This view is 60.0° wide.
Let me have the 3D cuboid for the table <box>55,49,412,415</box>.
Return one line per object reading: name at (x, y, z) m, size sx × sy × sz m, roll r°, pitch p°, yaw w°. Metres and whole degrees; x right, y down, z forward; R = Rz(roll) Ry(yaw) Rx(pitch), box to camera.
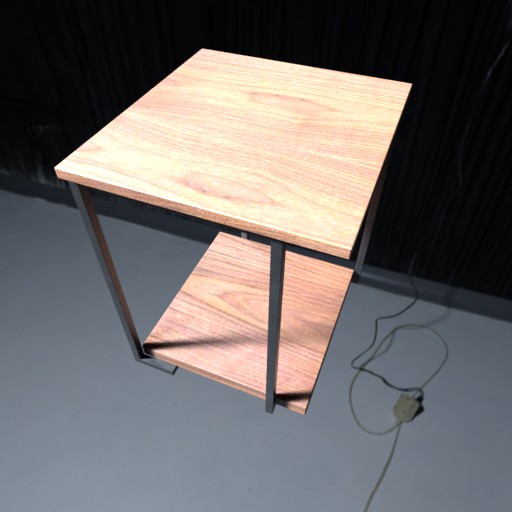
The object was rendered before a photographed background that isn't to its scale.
table at (0.000, 0.000, 0.846) m, size 0.384 × 0.567 × 0.411 m, roll 16°, pitch 48°, yaw 15°
